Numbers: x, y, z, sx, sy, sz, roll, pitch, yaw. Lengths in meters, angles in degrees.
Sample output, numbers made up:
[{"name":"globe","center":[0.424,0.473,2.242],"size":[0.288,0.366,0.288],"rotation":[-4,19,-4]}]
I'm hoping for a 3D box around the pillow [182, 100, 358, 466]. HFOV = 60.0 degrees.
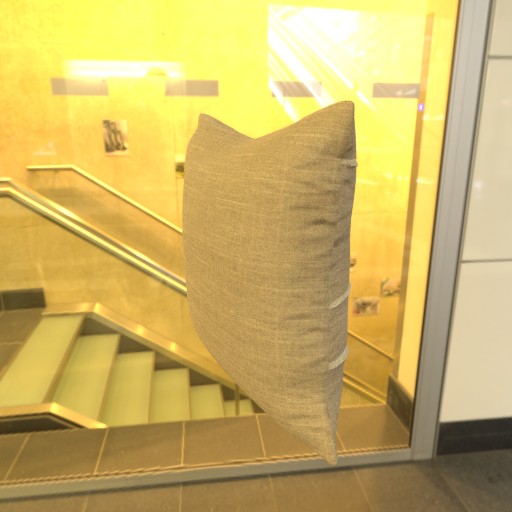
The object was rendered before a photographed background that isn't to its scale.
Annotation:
[{"name":"pillow","center":[0.000,0.000,0.633],"size":[0.169,0.400,0.424],"rotation":[-8,18,-26]}]
